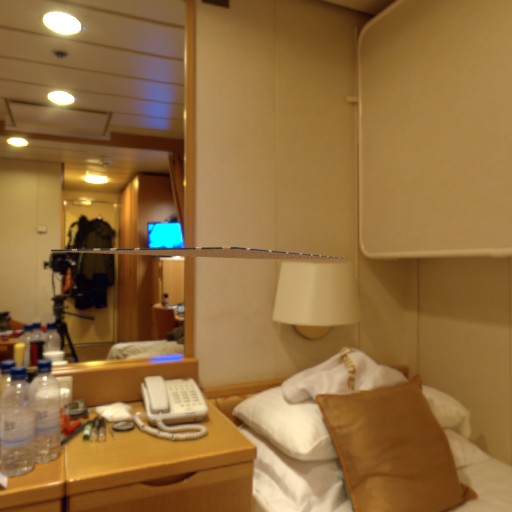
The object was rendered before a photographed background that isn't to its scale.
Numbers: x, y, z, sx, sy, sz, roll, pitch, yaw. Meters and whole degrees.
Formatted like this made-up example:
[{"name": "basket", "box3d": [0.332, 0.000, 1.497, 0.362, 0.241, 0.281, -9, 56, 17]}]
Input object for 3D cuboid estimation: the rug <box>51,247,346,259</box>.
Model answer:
[{"name": "rug", "box3d": [0.000, 0.000, 2.492, 0.685, 0.006, 2.296, 0, -1, 19]}]
